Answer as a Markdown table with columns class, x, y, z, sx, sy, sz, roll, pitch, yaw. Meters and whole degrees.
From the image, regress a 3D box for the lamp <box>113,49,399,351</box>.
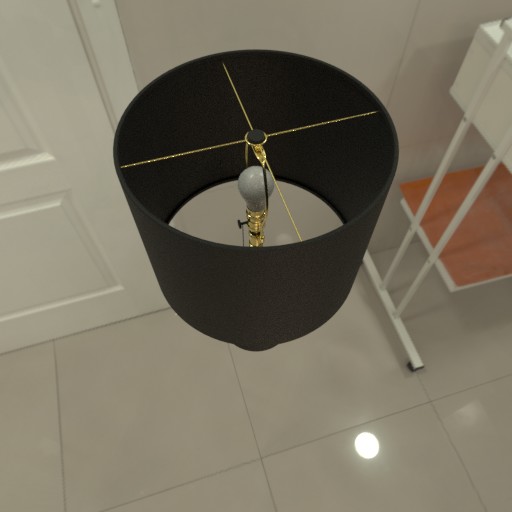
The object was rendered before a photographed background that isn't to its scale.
| class | x | y | z | sx | sy | sz | roll | pitch | yaw |
| --- | --- | --- | --- | --- | --- | --- | --- | --- | --- |
| lamp | 0.000 | 0.000 | 0.808 | 0.359 | 0.584 | 0.359 | -15 | 59 | -9 |
